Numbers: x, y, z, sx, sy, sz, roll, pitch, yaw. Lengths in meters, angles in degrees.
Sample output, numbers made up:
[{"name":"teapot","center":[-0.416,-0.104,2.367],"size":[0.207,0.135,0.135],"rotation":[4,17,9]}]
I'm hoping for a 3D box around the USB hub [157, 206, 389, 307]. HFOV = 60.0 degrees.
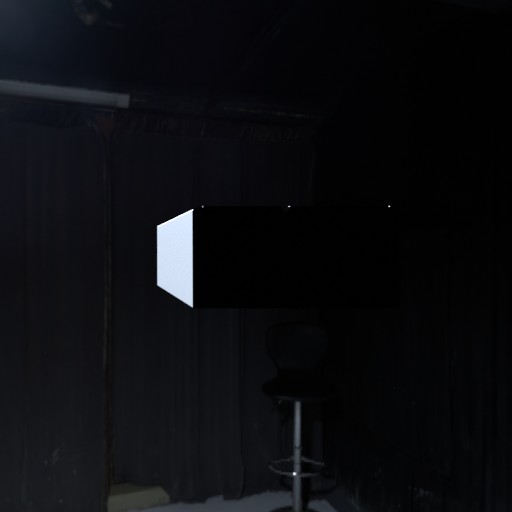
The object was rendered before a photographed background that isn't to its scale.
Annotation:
[{"name":"USB hub","center":[0.000,0.000,0.126],"size":[0.044,0.023,0.110],"rotation":[0,1,-19]}]
